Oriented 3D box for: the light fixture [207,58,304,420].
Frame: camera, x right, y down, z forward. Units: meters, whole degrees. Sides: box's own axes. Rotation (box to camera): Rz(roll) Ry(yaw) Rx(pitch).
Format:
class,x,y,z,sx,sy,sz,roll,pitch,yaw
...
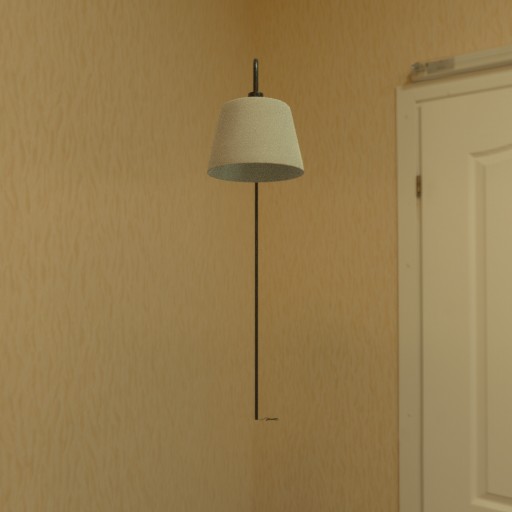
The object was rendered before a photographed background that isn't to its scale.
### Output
class,x,y,z,sx,sy,sz,roll,pitch,yaw
light fixture,0.000,0.000,0.461,0.092,0.399,0.176,0,-1,0
